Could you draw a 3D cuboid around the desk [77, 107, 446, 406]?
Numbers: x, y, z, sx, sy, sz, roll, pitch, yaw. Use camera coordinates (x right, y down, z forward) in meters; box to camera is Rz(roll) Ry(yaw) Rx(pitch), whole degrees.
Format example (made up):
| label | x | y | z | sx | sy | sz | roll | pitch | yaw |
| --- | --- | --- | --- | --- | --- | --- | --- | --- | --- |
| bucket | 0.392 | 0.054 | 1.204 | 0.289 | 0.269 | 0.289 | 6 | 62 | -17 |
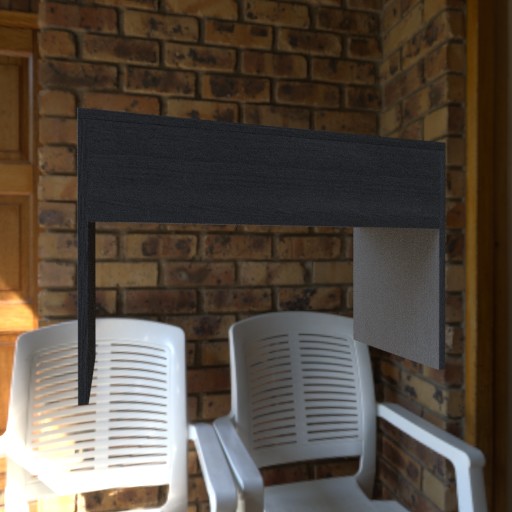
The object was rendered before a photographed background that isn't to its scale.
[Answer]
| label | x | y | z | sx | sy | sz | roll | pitch | yaw |
| --- | --- | --- | --- | --- | --- | --- | --- | --- | --- |
| desk | 0.000 | 0.000 | 1.519 | 1.099 | 0.729 | 0.557 | 0 | 0 | -18 |
